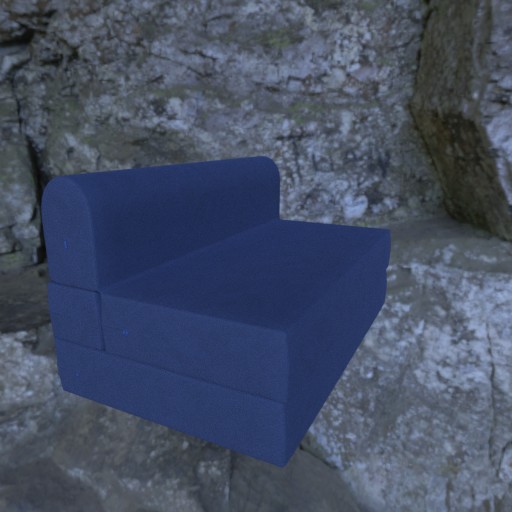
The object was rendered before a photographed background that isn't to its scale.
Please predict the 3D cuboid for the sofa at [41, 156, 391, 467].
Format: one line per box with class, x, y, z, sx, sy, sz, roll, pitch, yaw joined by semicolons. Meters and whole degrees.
sofa;0.000;0.000;1.633;0.762;0.660;1.219;8;17;26
